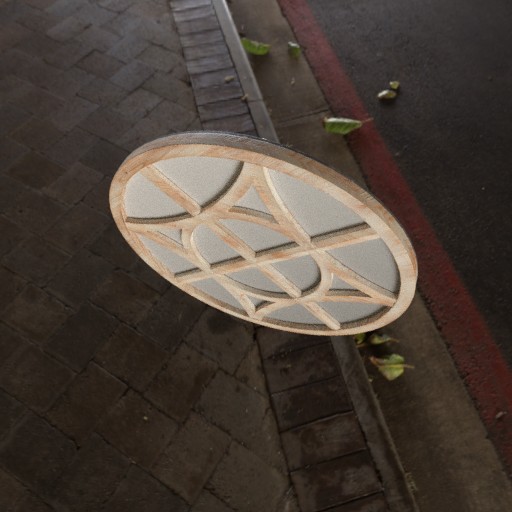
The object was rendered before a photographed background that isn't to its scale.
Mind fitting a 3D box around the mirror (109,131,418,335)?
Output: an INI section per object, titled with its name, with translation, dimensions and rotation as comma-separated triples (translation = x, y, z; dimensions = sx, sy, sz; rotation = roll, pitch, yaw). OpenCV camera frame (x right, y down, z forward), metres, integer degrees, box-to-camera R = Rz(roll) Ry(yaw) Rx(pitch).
[mirror]
translation = 0.000, 0.000, 1.033
dimensions = 0.710, 0.710, 0.038
rotation = 16, 60, 9
